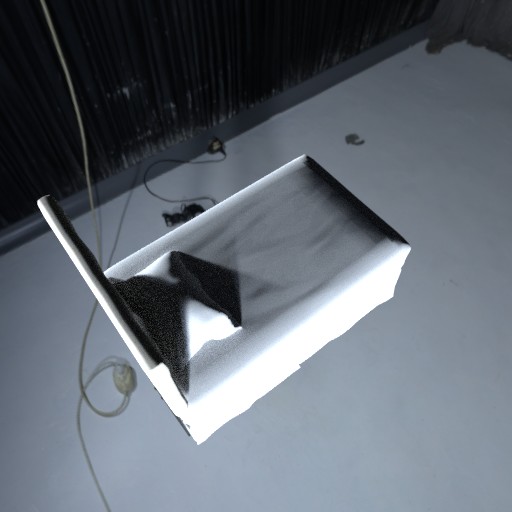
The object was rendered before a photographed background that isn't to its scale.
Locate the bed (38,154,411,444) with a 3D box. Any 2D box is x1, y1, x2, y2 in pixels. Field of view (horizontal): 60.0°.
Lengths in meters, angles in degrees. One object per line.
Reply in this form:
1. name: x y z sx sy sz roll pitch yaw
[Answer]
1. bed: 0.000 0.000 2.999 1.997 1.571 1.261 -33 64 -19
